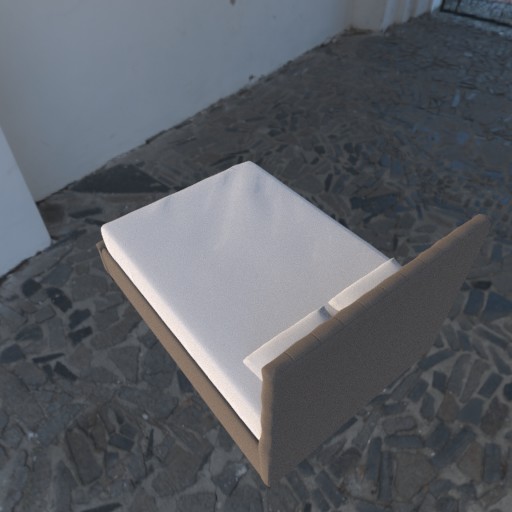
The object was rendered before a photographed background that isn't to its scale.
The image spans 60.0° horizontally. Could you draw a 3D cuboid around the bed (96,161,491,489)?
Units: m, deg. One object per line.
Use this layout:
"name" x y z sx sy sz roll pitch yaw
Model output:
"bed" 0.000 0.000 3.361 1.698 1.427 2.387 -29 52 -26
